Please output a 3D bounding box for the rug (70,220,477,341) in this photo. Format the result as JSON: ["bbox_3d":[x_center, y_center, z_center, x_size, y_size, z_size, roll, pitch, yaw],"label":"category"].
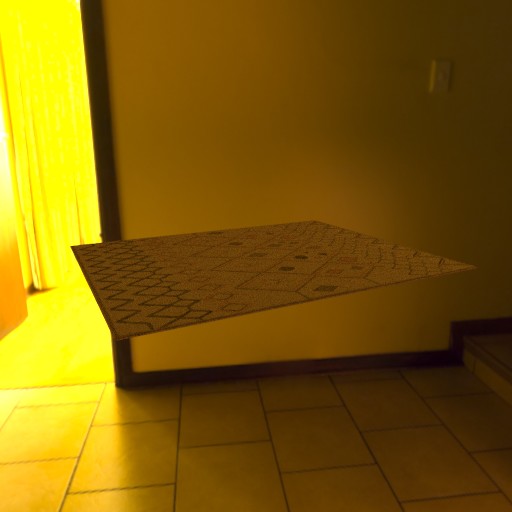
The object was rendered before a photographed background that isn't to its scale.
[{"bbox_3d":[0.000,0.000,4.195,3.050,0.016,2.441,-8,17,-26],"label":"rug"}]
